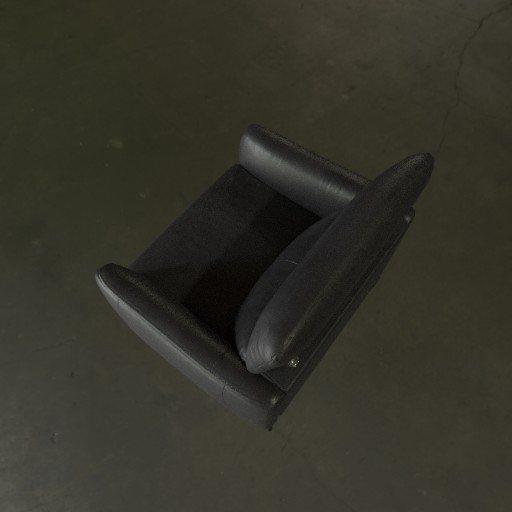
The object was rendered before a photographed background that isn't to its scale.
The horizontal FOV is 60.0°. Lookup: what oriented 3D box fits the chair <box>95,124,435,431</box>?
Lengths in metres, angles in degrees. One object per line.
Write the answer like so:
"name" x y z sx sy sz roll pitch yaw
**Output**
"chair" 0.000 0.000 1.686 0.809 0.949 0.976 34 67 17
